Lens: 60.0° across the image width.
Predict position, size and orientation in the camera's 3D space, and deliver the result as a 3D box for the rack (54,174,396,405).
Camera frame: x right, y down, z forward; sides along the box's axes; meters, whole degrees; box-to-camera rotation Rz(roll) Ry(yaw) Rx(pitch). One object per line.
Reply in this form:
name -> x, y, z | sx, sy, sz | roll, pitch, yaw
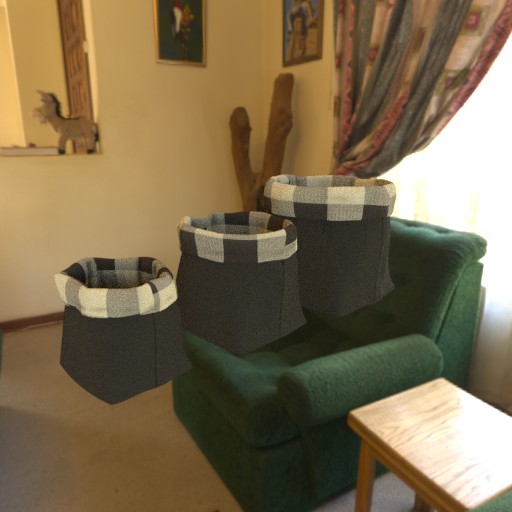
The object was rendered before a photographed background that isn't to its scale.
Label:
rack -> 0.000, 0.000, 1.060 | 0.889, 0.329, 0.370 | -15, 21, -43
